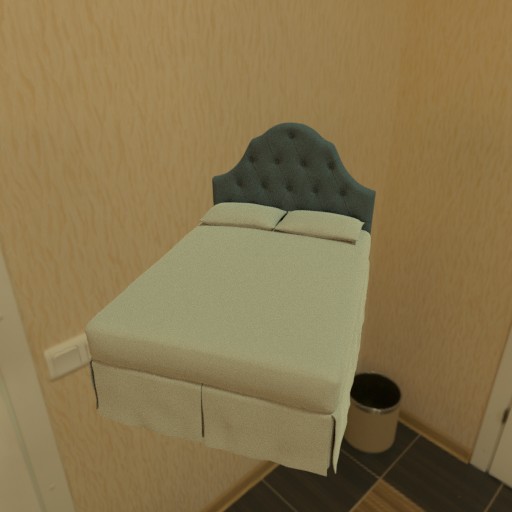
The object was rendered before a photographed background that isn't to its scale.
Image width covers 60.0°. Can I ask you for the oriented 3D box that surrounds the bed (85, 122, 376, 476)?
[{"bbox_3d":[0.000,0.000,3.276,1.636,1.575,2.155,8,27,16],"label":"bed"}]
